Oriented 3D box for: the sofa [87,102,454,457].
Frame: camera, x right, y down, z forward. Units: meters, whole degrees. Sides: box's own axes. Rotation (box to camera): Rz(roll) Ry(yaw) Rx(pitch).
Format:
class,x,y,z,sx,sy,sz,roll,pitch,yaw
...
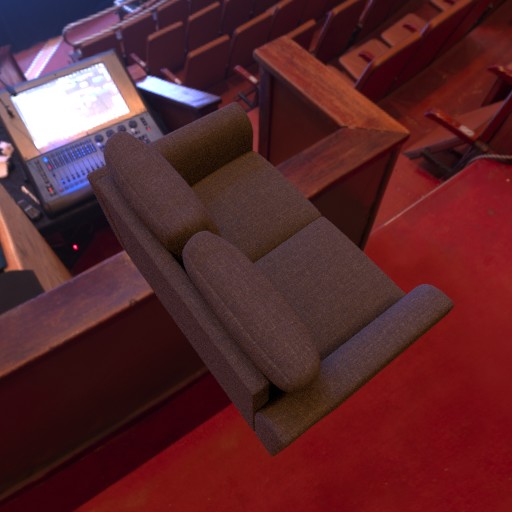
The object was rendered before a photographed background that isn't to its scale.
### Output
class,x,y,z,sx,sy,sz,roll,pitch,yaw
sofa,0.000,0.000,1.980,0.851,0.885,1.423,-33,64,-18
